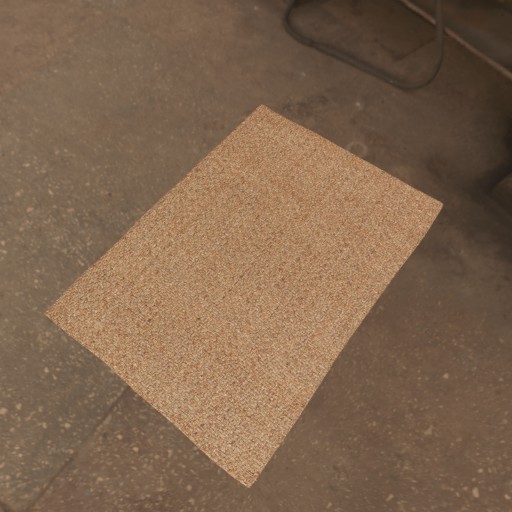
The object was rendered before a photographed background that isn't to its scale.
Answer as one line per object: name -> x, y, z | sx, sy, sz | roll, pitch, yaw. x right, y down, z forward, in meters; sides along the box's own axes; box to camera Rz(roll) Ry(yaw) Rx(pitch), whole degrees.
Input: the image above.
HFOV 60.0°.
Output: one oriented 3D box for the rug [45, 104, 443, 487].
rug -> 0.000, 0.000, 2.798 | 1.566, 0.013, 2.141 | 34, 68, 16
